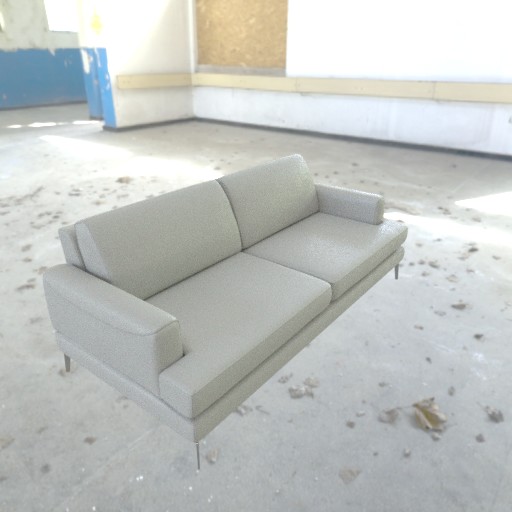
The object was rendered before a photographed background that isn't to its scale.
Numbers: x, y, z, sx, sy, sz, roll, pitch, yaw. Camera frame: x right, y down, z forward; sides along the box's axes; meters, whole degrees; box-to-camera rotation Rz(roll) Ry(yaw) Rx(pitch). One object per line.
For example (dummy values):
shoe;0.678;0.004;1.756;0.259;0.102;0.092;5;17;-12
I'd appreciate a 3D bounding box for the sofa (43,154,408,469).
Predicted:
sofa;0.000;0.000;2.389;0.974;0.765;1.940;18;31;34
